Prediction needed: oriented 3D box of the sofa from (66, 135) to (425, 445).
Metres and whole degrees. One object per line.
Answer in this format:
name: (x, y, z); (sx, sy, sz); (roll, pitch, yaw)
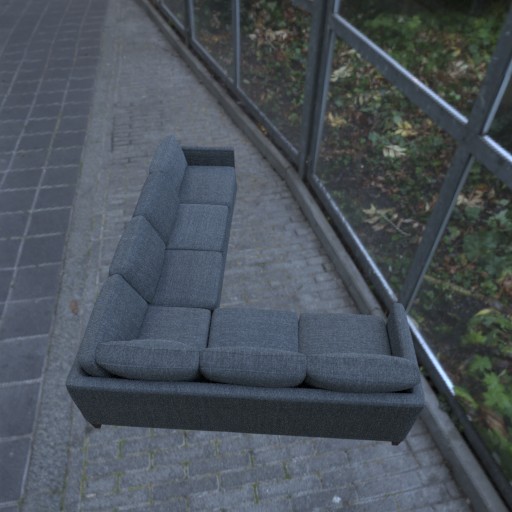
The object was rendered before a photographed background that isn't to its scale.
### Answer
sofa: (0.000, 0.000, 4.419); (2.593, 0.947, 3.302); (2, 45, 2)
